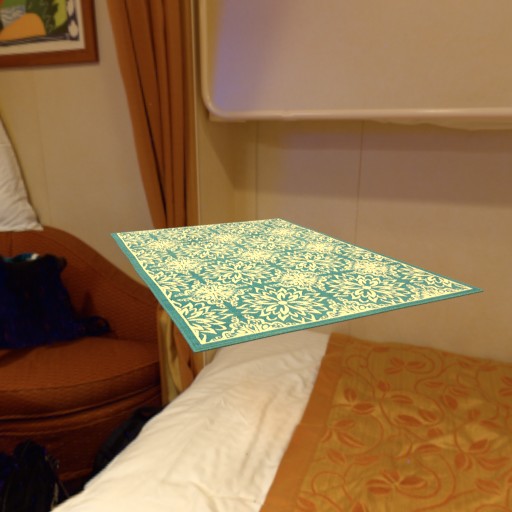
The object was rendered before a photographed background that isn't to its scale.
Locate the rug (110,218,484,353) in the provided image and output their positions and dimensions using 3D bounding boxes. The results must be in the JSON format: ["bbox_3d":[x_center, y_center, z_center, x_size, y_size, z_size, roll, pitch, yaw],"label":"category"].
[{"bbox_3d":[0.000,0.000,2.918,1.554,0.012,2.205,-7,17,-24],"label":"rug"}]
